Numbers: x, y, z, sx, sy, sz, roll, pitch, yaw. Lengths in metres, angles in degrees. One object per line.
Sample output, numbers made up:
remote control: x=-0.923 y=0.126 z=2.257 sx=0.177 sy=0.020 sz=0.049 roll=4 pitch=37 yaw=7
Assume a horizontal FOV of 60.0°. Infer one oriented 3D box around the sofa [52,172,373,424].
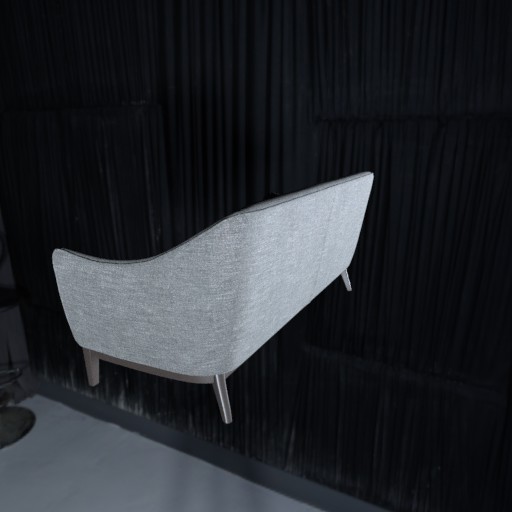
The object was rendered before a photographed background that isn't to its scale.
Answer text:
sofa: x=0.000 y=0.000 z=2.422 sx=0.867 sy=0.829 sz=1.928 roll=8 pitch=17 yaw=26
